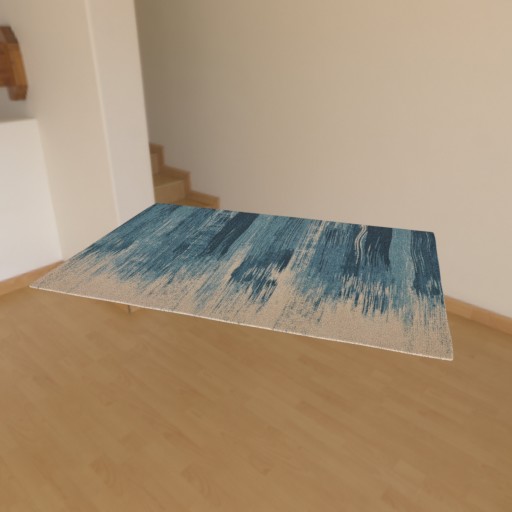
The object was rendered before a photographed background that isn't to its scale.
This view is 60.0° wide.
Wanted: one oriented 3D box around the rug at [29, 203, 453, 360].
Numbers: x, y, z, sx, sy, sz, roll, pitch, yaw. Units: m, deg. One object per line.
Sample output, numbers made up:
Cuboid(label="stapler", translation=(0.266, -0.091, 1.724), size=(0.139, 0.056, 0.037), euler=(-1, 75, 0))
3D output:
Cuboid(label="rug", translation=(0.000, 0.000, 2.331), size=(1.836, 0.009, 1.232), euler=(7, 27, 15))
